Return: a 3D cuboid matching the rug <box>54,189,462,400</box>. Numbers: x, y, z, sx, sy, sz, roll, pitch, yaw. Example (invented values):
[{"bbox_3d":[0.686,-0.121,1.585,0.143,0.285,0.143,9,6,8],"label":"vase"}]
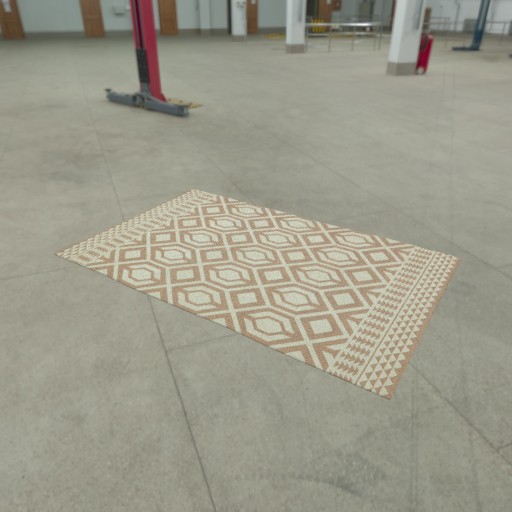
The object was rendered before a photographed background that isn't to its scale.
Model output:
[{"bbox_3d":[0.000,0.000,3.117,2.435,0.011,1.526,18,34,28],"label":"rug"}]
